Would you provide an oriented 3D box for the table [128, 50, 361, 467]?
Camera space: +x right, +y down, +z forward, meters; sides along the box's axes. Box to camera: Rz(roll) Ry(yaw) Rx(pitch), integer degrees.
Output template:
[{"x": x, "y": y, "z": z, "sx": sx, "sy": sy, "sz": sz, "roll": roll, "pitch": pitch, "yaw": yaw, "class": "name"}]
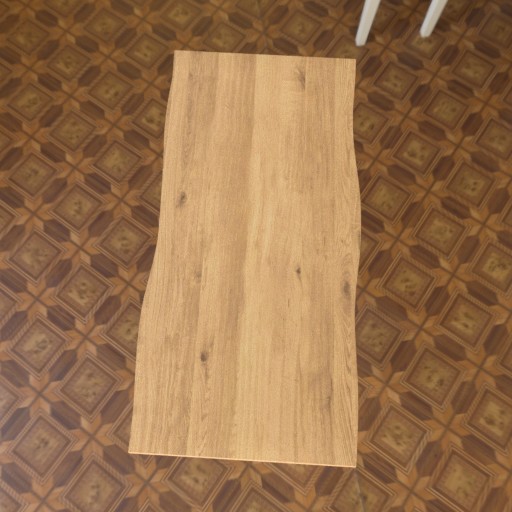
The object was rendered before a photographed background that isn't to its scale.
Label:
[{"x": 0.000, "y": 0.000, "z": 2.261, "sx": 0.900, "sy": 0.780, "sz": 1.800, "roll": 3, "pitch": 75, "yaw": 1, "class": "table"}]
